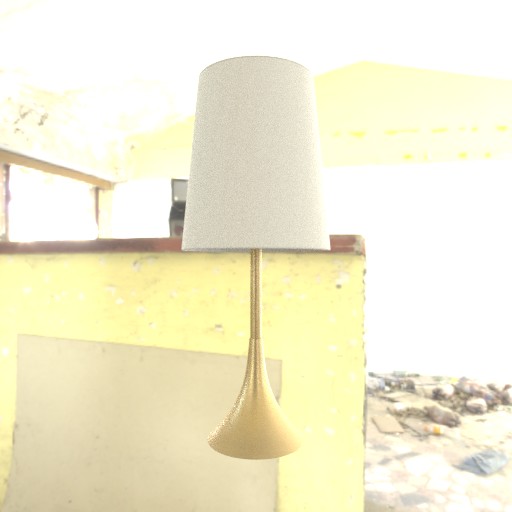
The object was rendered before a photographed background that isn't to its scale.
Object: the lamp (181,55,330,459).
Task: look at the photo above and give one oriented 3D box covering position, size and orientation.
[{"bbox_3d":[0.000,0.000,0.696,0.231,0.569,0.231,0,-1,0],"label":"lamp"}]
